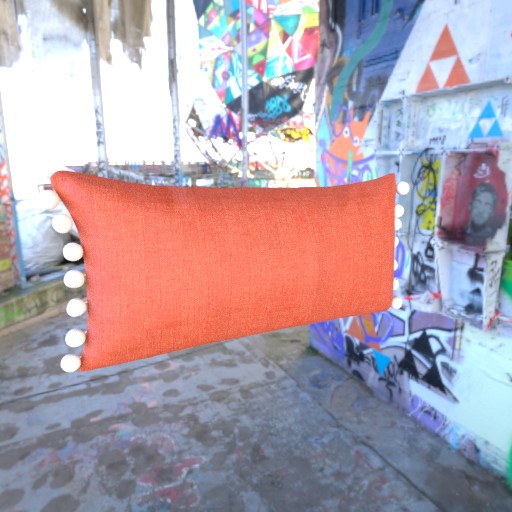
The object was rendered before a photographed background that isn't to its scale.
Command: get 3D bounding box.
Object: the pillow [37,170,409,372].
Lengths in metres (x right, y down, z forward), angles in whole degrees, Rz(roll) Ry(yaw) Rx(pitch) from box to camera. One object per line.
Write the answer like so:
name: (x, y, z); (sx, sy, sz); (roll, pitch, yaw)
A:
pillow: (0.000, 0.000, 0.824); (0.709, 0.322, 0.201); (-6, 14, -25)
